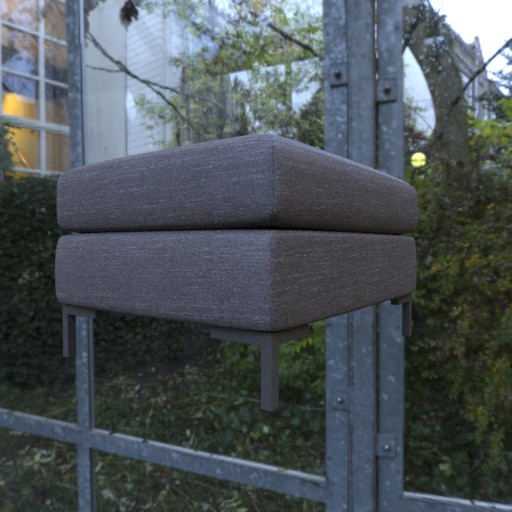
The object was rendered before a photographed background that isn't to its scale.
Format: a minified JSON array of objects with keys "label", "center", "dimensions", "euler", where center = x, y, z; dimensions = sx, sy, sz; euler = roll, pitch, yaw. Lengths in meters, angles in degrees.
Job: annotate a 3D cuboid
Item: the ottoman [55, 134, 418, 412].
[{"label":"ottoman","center":[0.000,0.000,1.213],"dimensions":[0.671,0.490,0.820],"euler":[1,2,36]}]
